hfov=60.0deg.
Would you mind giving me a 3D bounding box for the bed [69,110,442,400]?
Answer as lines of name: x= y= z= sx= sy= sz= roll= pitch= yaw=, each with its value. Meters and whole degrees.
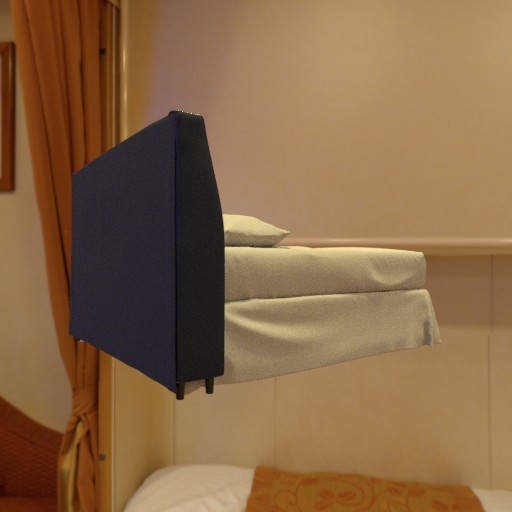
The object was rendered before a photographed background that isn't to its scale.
bed: x=0.000 y=0.000 z=3.391 sx=2.276 sy=1.332 sz=1.925 roll=0 pitch=0 yaw=-36
